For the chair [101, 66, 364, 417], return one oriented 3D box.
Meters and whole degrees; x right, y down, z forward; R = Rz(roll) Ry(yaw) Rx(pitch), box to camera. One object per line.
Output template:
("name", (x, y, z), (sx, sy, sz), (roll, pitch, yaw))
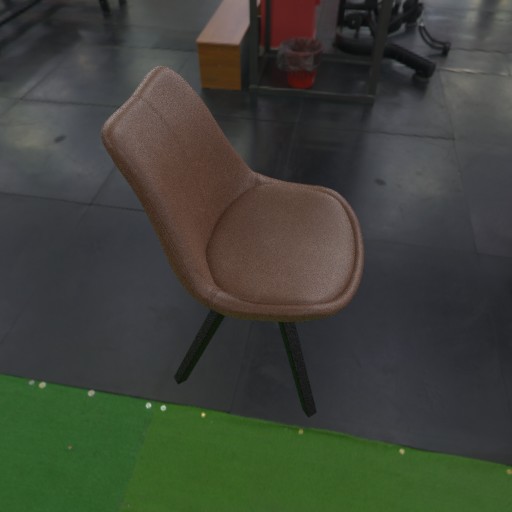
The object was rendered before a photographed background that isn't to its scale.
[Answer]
("chair", (0.000, 0.000, 1.172), (0.550, 0.850, 0.475), (10, 48, 9))
